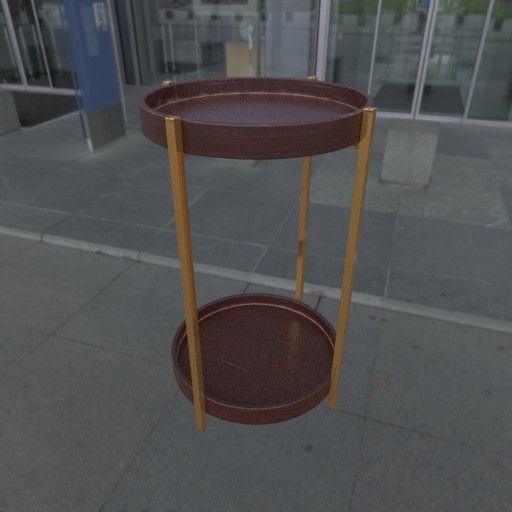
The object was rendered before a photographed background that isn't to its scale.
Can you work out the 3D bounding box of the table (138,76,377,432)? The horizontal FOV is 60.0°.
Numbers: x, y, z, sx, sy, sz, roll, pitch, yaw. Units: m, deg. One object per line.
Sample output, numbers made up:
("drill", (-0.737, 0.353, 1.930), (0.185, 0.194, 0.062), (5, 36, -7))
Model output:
("table", (0.000, 0.000, 0.868), (0.400, 0.610, 0.400), (19, 36, 29))
